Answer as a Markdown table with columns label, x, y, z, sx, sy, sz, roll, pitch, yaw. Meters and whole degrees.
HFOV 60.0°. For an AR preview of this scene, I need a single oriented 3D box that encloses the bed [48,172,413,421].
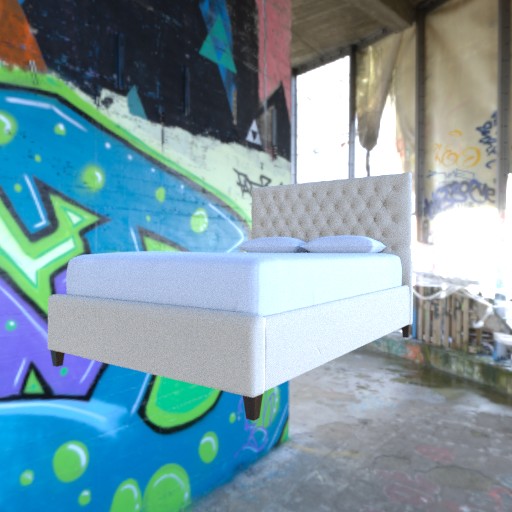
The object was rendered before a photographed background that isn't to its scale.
| label | x | y | z | sx | sy | sz | roll | pitch | yaw |
| --- | --- | --- | --- | --- | --- | --- | --- | --- | --- |
| bed | 0.000 | 0.000 | 3.377 | 1.698 | 1.427 | 2.387 | 1 | 1 | 35 |
